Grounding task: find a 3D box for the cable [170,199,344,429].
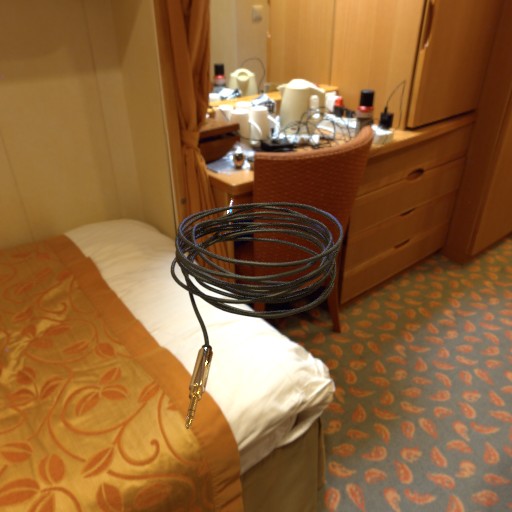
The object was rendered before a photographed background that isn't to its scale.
[{"bbox_3d":[0.000,0.000,0.507,0.198,0.069,0.432,2,31,4],"label":"cable"}]
